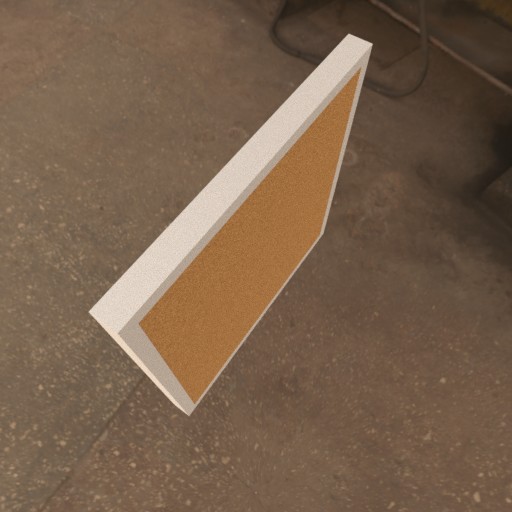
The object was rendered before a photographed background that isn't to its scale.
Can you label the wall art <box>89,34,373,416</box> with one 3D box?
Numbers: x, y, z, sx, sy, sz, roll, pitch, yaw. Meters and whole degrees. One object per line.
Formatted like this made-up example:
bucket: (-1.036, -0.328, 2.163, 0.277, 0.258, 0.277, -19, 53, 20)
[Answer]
wall art: (0.000, 0.000, 0.744, 0.038, 0.508, 0.507, 32, 66, 16)
